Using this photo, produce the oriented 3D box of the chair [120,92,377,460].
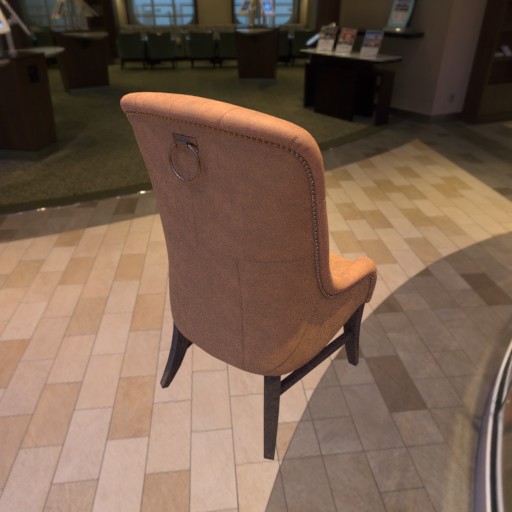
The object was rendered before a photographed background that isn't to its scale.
[{"bbox_3d":[0.000,0.000,1.465,0.634,1.091,0.629,21,37,32],"label":"chair"}]
